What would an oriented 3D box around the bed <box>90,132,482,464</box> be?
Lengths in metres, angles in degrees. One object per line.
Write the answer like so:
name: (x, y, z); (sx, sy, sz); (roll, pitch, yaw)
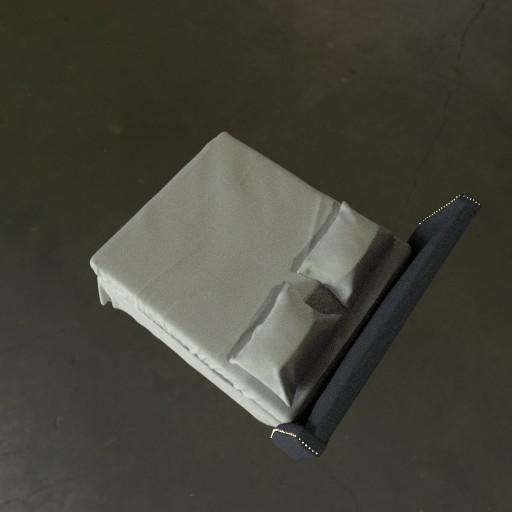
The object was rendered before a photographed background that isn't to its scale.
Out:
bed: (0.000, 0.000, 3.415); (2.276, 1.332, 1.925); (35, 69, 16)
